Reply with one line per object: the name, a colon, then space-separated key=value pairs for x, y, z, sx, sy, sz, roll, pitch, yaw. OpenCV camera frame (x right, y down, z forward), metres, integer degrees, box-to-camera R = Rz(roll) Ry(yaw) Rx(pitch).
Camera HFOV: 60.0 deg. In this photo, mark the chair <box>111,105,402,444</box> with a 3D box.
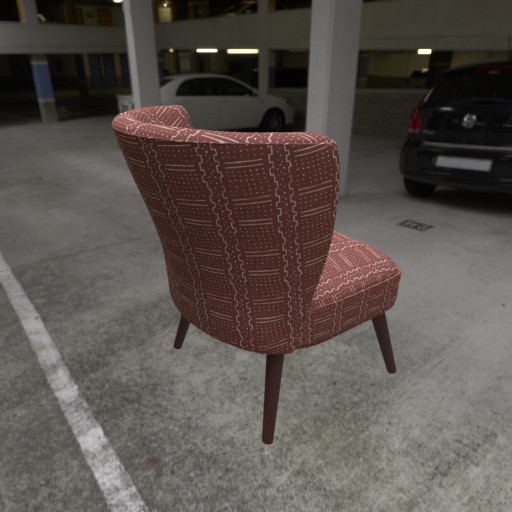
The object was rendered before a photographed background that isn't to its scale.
chair: x=0.000 y=0.000 z=1.371 sx=0.758 sy=0.866 sz=0.706 roll=-17 pitch=30 yaw=-33
